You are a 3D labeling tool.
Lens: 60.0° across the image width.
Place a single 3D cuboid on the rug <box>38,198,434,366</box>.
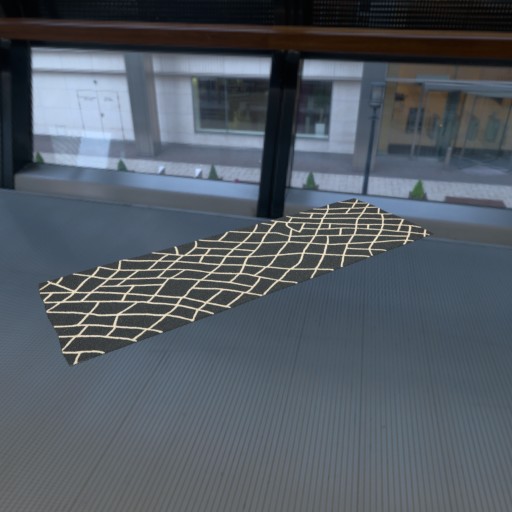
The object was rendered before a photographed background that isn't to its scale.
[{"bbox_3d":[0.000,0.000,2.814,2.476,0.010,0.807,-17,33,-28],"label":"rug"}]
